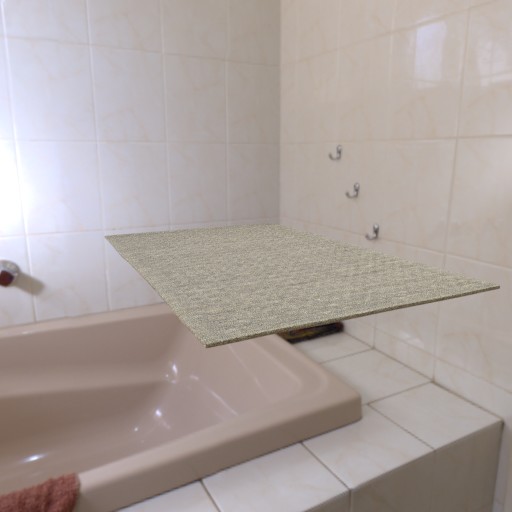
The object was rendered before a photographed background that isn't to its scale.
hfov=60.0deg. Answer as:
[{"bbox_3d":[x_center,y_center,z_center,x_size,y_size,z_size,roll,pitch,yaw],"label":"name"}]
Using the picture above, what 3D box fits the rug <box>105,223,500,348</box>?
[{"bbox_3d":[0.000,0.000,2.832,1.532,0.018,2.297,-6,14,-26],"label":"rug"}]
